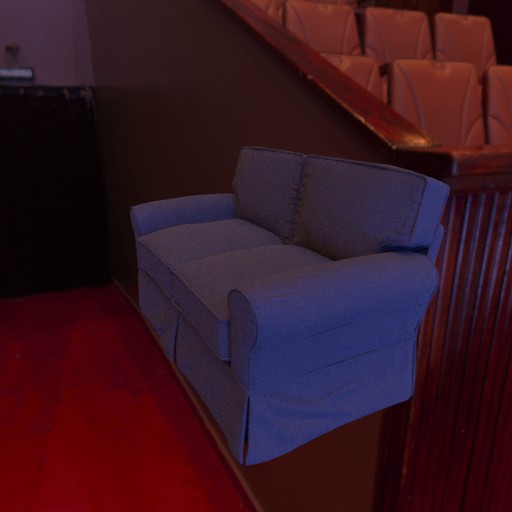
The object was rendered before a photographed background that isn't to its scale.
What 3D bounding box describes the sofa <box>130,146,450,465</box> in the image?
[{"bbox_3d":[0.000,0.000,2.395,0.997,1.059,1.801,-9,20,-26],"label":"sofa"}]
